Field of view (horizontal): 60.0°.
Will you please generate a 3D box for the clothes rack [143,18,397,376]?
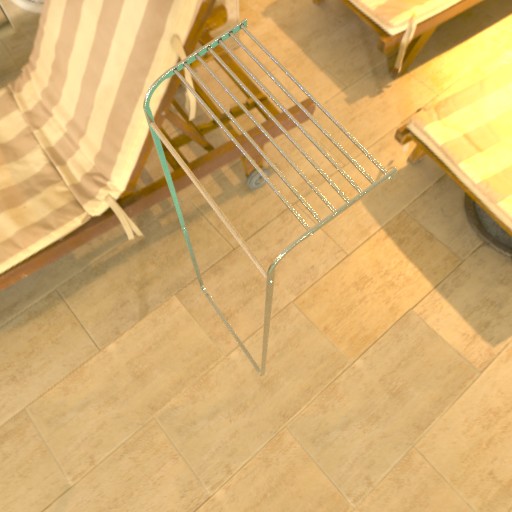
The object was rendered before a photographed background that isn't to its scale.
[{"bbox_3d":[0.000,0.000,1.766,0.349,1.574,0.609,-32,69,-14],"label":"clothes rack"}]
